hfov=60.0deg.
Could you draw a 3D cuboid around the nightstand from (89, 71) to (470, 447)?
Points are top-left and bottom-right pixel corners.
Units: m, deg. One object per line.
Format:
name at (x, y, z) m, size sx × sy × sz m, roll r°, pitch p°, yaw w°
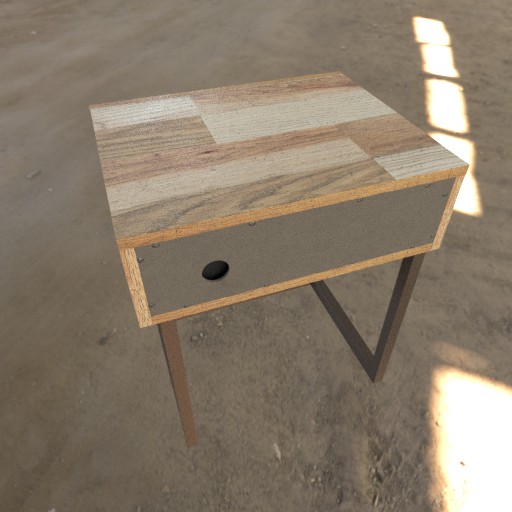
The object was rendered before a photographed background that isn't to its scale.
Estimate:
nightstand at (0.000, 0.000, 1.018) m, size 0.558 × 0.632 × 0.481 m, roll -14°, pitch 44°, yaw -15°
